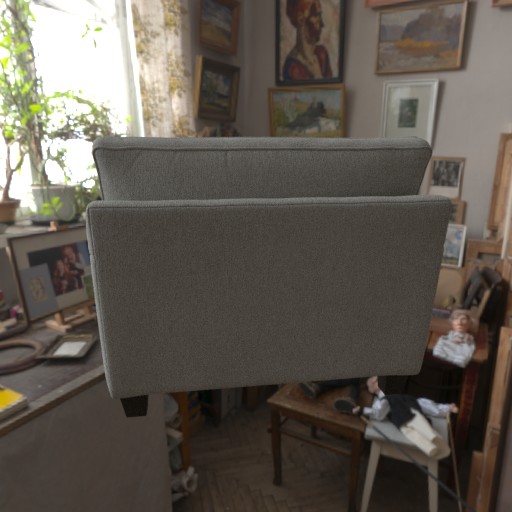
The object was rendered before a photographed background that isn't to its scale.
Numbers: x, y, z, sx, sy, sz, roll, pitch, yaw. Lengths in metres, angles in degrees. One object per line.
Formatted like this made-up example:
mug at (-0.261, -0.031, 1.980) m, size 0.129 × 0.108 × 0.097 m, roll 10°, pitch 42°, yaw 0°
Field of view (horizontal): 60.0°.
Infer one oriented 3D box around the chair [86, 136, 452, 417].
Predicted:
chair at (0.000, 0.000, 1.962) m, size 1.220 × 1.016 × 1.041 m, roll -2°, pitch 14°, yaw -8°
